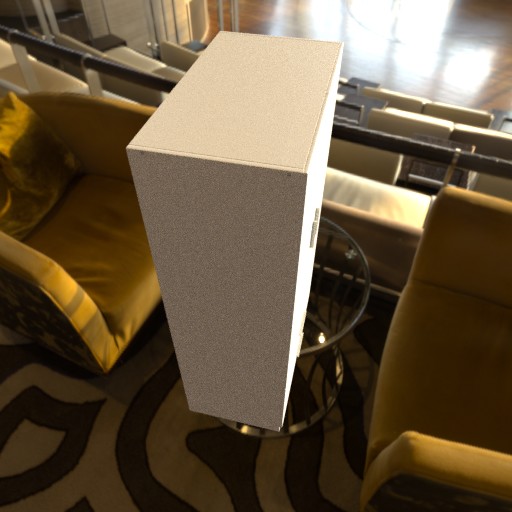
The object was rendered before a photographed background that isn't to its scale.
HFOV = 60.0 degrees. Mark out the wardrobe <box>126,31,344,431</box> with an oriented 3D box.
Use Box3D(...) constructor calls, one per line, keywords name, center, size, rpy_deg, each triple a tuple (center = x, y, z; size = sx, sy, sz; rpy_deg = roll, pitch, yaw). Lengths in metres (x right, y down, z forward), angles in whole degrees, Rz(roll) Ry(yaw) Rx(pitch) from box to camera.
Box3D(name="wardrobe", center=(0.000, 0.000, 2.285), size=(0.577, 1.808, 0.991), rpy_deg=(10, 47, 9))
